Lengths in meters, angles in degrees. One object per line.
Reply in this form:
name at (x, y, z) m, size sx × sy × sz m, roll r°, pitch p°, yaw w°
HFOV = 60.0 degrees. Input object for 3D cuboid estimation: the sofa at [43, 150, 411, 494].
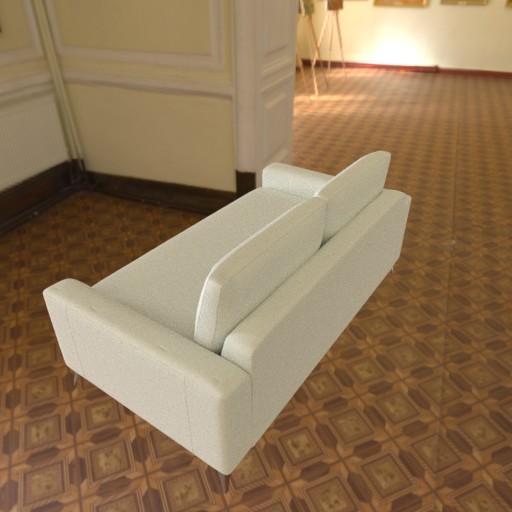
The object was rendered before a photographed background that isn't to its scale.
sofa at (0.000, 0.000, 2.103) m, size 0.920 × 0.790 × 1.650 m, roll 21°, pitch 38°, yaw 29°
